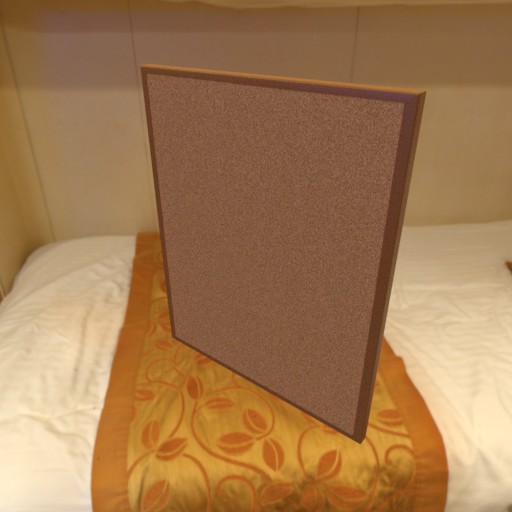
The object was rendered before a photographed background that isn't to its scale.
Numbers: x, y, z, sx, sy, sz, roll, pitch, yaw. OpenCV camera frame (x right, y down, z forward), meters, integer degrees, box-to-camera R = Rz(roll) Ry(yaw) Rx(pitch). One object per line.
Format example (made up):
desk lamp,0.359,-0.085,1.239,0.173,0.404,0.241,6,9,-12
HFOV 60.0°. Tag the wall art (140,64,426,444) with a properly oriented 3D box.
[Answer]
wall art,0.000,0.000,0.498,0.310,0.379,0.015,20,35,32
